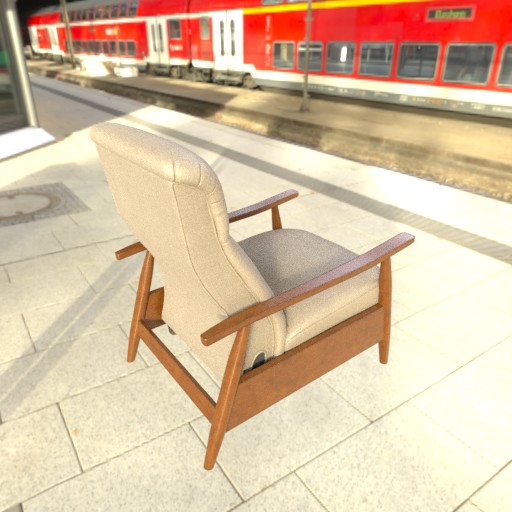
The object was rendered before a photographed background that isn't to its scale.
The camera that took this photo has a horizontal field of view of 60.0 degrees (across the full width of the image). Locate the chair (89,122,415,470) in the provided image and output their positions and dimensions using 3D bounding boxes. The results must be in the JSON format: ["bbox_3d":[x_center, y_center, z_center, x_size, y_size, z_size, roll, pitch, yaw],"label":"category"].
[{"bbox_3d":[0.000,0.000,1.803,1.032,1.082,0.762,-18,32,-32],"label":"chair"}]
